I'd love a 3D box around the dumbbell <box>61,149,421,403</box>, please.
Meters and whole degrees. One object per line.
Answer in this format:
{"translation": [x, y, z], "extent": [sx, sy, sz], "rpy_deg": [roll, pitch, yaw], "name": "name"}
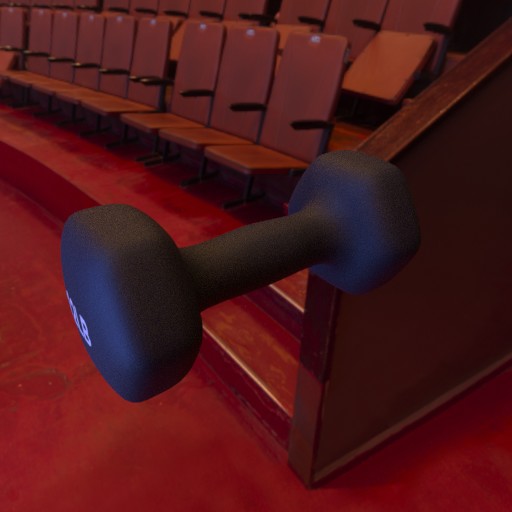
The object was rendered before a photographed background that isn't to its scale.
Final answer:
{"translation": [0.000, 0.000, 0.292], "extent": [0.231, 0.101, 0.112], "rpy_deg": [-19, 35, -30], "name": "dumbbell"}
